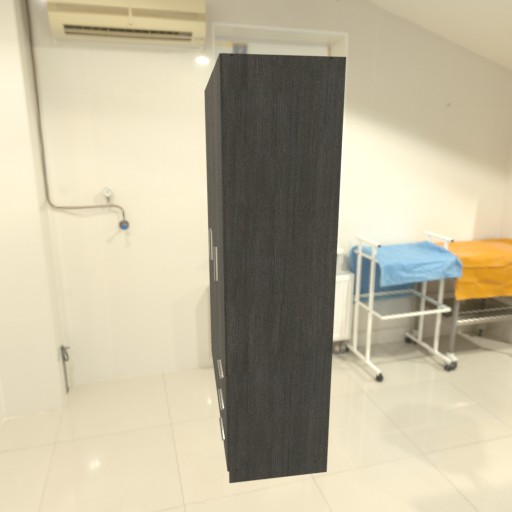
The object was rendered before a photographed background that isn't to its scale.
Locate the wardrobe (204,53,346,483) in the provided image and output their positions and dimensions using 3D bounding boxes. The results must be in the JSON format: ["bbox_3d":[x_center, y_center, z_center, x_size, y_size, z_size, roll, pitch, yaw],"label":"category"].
[{"bbox_3d":[0.000,0.000,2.544,0.510,1.910,1.290,-2,15,-9],"label":"wardrobe"}]
